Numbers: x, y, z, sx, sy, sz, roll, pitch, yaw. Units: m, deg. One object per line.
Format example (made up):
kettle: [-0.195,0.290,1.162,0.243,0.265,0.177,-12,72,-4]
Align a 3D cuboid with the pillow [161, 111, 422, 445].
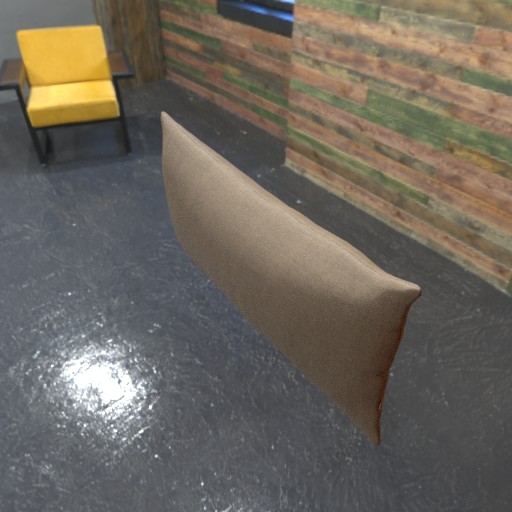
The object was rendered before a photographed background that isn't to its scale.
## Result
pillow: [0.000,0.000,0.741,0.148,0.308,0.612,-24,45,-27]
